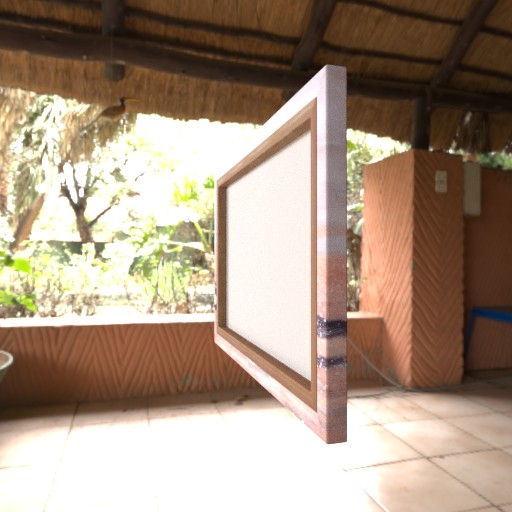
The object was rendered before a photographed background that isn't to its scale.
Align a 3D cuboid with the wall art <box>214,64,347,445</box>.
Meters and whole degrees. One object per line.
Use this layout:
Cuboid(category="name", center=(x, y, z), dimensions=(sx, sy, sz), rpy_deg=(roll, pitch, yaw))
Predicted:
Cuboid(category="wall art", center=(0.000, 0.000, 1.149), dimensions=(0.038, 0.609, 0.913), rpy_deg=(0, 0, -17))
